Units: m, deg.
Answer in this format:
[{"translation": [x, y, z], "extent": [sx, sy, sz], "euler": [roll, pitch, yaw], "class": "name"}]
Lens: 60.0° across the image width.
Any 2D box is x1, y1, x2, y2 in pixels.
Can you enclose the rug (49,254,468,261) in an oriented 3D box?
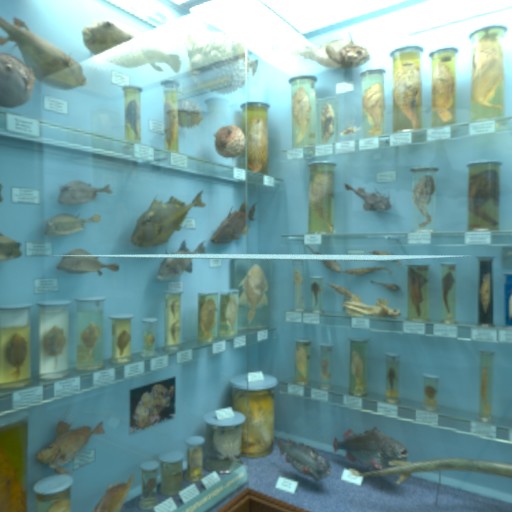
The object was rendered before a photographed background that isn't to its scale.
[{"translation": [0.000, 0.000, 3.673], "extent": [2.895, 0.006, 1.982], "euler": [1, 1, 37], "class": "rug"}]
